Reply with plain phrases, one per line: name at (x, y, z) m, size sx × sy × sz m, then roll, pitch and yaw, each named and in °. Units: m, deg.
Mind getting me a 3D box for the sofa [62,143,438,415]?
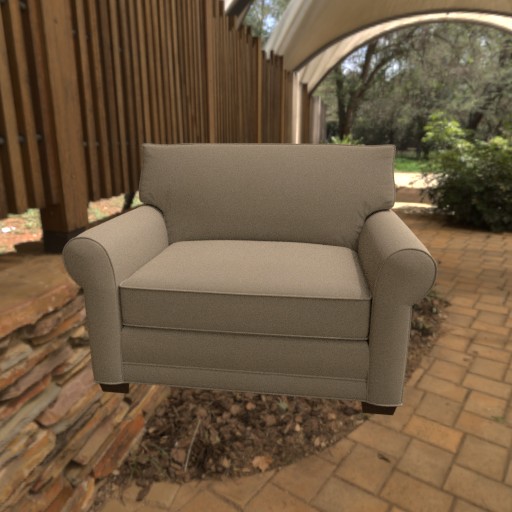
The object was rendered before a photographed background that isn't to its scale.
sofa at (0.000, 0.000, 2.080) m, size 1.405 × 1.006 × 0.937 m, roll 2°, pitch 16°, yaw 8°
